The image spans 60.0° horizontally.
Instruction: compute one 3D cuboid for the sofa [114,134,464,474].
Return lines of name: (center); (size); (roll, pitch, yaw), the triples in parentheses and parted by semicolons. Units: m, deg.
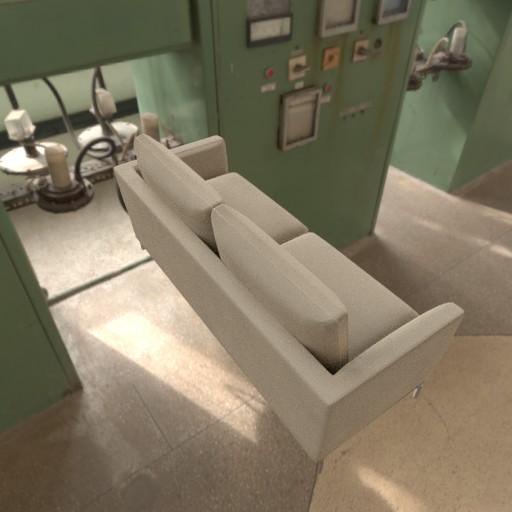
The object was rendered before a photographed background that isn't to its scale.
sofa: (0.000, 0.000, 2.704); (0.868, 1.005, 2.214); (-25, 47, -26)
